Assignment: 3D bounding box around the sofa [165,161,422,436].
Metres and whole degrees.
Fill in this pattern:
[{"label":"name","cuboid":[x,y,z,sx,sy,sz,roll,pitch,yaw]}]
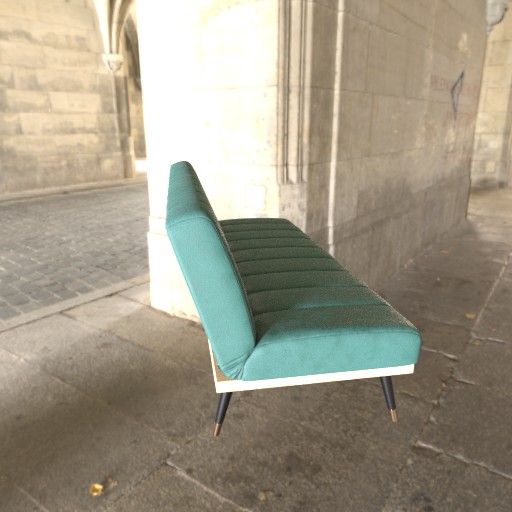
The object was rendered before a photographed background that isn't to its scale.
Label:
[{"label":"sofa","cuboid":[0.000,0.000,2.233,0.830,0.820,1.810,-3,17,-10]}]
